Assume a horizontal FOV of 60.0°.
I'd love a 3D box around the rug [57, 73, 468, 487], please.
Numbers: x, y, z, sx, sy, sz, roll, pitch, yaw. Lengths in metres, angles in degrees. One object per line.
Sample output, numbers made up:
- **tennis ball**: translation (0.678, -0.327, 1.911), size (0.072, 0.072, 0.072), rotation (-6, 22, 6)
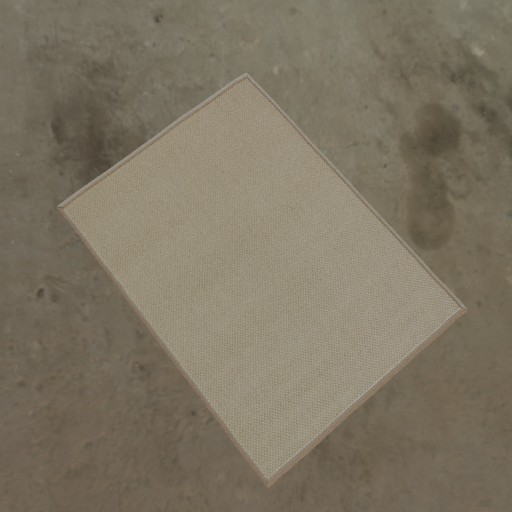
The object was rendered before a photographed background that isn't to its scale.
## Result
- **rug**: translation (0.000, 0.000, 2.683), size (1.525, 0.020, 2.081), rotation (-38, 79, -9)
